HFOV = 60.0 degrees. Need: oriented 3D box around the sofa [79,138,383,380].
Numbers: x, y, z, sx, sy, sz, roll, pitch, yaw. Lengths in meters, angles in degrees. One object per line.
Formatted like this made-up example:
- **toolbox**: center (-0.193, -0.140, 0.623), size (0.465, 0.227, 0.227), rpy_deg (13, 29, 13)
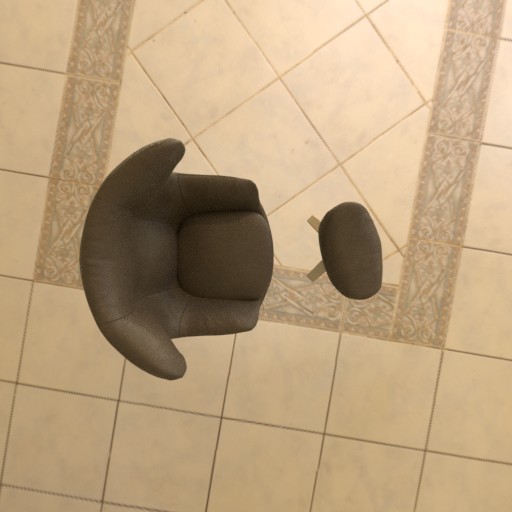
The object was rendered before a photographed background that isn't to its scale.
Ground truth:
- **sofa**: center (0.000, 0.000, 2.140), size (1.444, 1.135, 0.894), rpy_deg (0, 92, 0)
